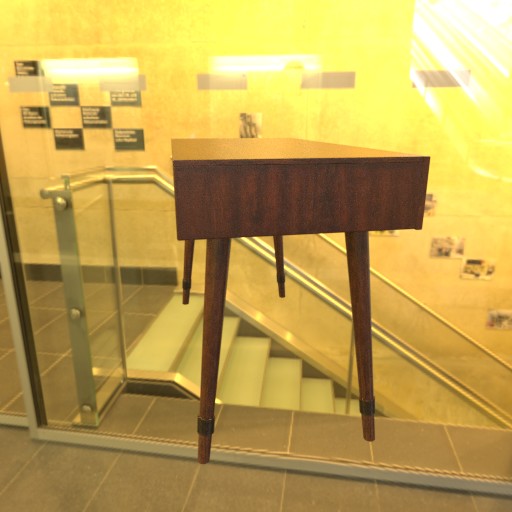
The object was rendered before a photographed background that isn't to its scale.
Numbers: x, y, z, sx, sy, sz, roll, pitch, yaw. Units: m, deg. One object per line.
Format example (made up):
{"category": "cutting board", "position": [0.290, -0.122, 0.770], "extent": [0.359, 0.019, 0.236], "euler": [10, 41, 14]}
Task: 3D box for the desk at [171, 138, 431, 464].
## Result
{"category": "desk", "position": [0.000, 0.000, 2.108], "extent": [0.734, 1.031, 1.577], "euler": [-3, 17, -10]}
